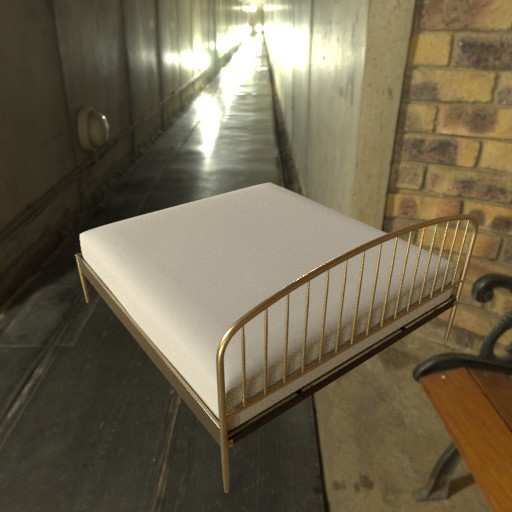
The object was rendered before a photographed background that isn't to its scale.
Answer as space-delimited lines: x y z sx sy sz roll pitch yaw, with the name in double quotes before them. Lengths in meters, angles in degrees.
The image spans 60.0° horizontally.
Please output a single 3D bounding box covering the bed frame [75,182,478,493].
"bed frame" 0.000 0.000 3.266 2.016 1.174 2.152 -20 35 -32
